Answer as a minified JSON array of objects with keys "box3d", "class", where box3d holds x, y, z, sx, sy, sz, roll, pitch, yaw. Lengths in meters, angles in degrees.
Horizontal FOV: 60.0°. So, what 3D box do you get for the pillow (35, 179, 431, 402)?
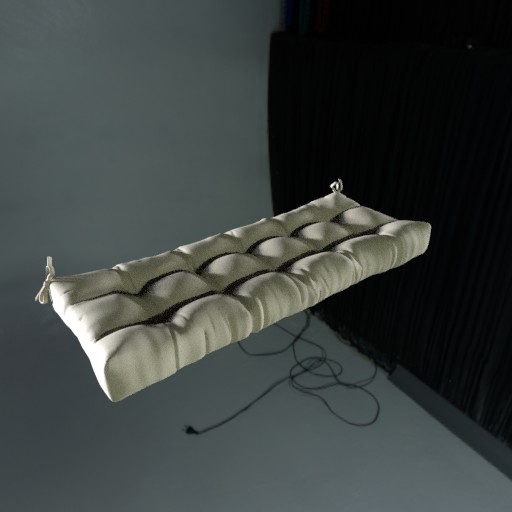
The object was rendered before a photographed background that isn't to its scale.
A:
[{"box3d":[0.000,0.000,1.362,1.194,0.174,0.511,-20,35,-32],"class":"pillow"}]
